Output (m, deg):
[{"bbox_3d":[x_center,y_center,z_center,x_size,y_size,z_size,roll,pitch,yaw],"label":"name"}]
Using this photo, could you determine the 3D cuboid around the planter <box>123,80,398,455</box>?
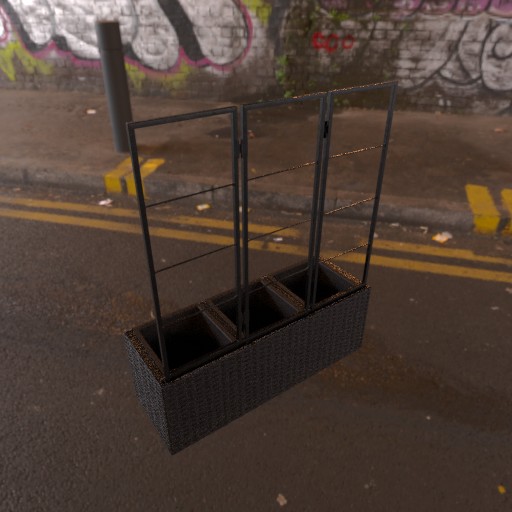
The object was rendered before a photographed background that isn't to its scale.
[{"bbox_3d":[0.000,0.000,1.175,0.698,0.841,0.244,-20,37,-29],"label":"planter"}]
